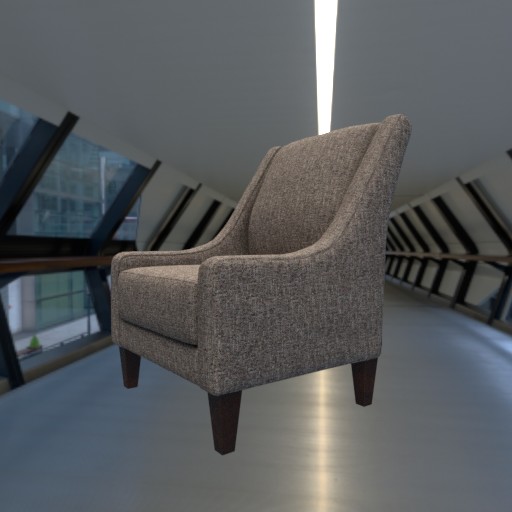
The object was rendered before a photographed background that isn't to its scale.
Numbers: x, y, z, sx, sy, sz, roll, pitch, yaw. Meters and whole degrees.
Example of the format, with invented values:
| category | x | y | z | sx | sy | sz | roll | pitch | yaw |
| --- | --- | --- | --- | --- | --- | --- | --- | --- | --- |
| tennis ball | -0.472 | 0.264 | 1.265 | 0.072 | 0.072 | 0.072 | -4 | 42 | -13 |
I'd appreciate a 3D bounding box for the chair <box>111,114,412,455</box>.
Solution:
| category | x | y | z | sx | sy | sz | roll | pitch | yaw |
| --- | --- | --- | --- | --- | --- | --- | --- | --- | --- |
| chair | 0.000 | 0.000 | 1.647 | 0.870 | 1.014 | 0.774 | -1 | 2 | -37 |
